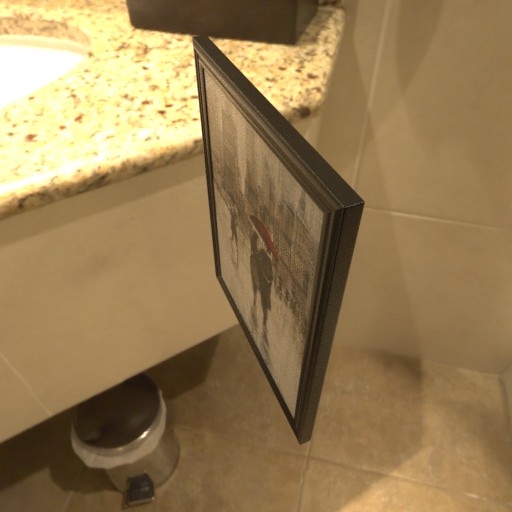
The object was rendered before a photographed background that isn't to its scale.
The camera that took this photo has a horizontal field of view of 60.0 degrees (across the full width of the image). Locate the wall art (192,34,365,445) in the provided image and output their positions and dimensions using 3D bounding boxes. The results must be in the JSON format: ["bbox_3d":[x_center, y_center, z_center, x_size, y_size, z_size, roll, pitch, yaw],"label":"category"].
[{"bbox_3d":[0.000,0.000,1.591,0.053,1.194,0.950,-18,49,-16],"label":"wall art"}]
